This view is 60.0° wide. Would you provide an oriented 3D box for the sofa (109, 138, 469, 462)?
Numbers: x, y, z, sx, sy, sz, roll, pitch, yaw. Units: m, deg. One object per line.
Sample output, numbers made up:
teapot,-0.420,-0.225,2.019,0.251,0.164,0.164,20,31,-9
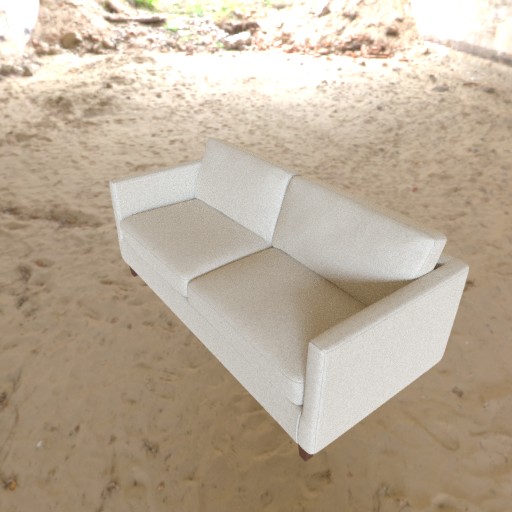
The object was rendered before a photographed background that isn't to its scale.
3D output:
sofa,0.000,0.000,2.543,0.965,0.889,1.981,-22,38,-31
